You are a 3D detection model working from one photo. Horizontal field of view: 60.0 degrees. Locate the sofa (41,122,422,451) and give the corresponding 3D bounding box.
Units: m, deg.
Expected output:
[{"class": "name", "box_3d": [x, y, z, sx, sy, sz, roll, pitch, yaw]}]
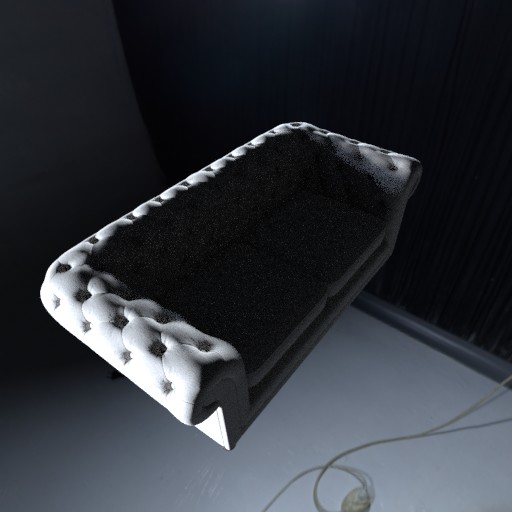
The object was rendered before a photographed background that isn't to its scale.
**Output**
[{"class": "sofa", "box_3d": [0.000, 0.000, 2.410, 0.986, 0.764, 1.998, 27, 47, 27]}]
